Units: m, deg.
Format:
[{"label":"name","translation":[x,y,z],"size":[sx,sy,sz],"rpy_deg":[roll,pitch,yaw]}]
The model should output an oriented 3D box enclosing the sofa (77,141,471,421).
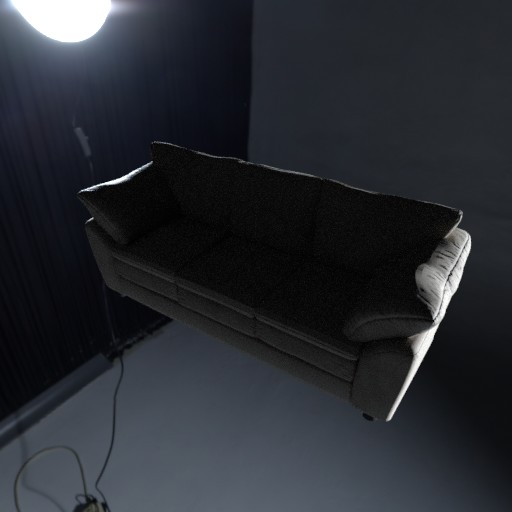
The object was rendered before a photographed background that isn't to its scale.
[{"label":"sofa","translation":[0.000,0.000,2.766],"size":[2.334,0.996,0.878],"rpy_deg":[19,35,30]}]
